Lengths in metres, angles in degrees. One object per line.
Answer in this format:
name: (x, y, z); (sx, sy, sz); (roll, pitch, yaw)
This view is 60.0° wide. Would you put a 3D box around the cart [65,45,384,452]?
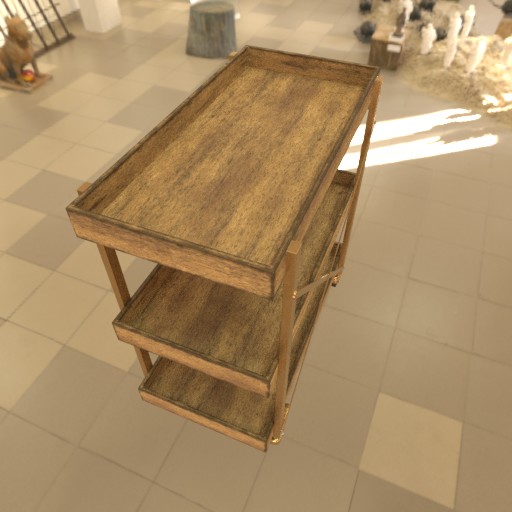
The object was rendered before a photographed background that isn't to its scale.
cart: (0.000, 0.000, 1.210); (0.416, 0.799, 0.750); (17, 48, 15)
